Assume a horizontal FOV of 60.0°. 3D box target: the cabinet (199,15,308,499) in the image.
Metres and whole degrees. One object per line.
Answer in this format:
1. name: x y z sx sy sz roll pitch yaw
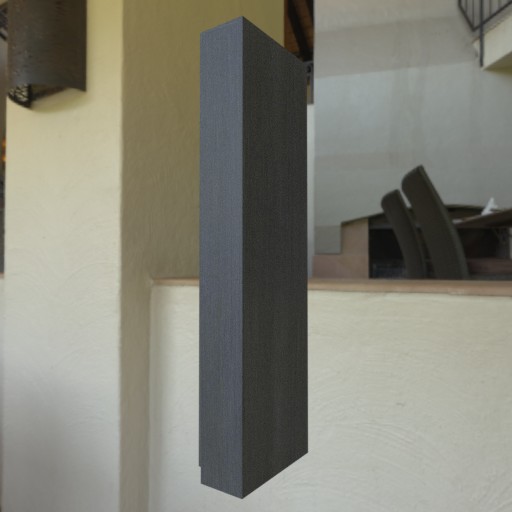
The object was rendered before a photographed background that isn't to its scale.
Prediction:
1. cabinet: 0.000 0.000 1.910 0.230 1.790 0.500 -1 -2 35
